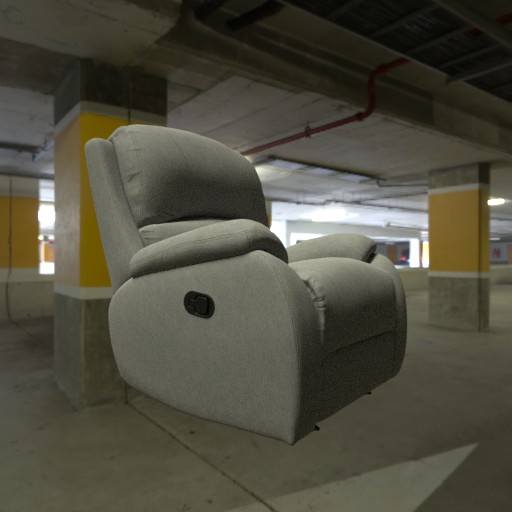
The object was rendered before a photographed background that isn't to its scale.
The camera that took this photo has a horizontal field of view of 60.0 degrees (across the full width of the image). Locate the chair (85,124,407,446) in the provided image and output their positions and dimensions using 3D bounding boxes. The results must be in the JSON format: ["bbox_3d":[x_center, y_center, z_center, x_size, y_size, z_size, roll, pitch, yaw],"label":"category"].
[{"bbox_3d":[0.000,0.000,1.663,0.899,1.011,0.930,0,0,35],"label":"chair"}]
